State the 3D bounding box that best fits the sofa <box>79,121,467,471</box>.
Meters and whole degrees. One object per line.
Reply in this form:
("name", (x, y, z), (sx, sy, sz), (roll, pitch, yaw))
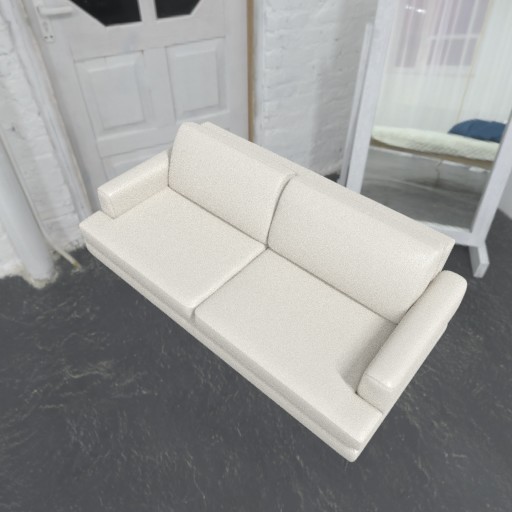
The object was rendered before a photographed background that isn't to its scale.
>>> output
("sofa", (0.000, 0.000, 2.383), (1.940, 0.765, 0.974), (32, 54, 27))
